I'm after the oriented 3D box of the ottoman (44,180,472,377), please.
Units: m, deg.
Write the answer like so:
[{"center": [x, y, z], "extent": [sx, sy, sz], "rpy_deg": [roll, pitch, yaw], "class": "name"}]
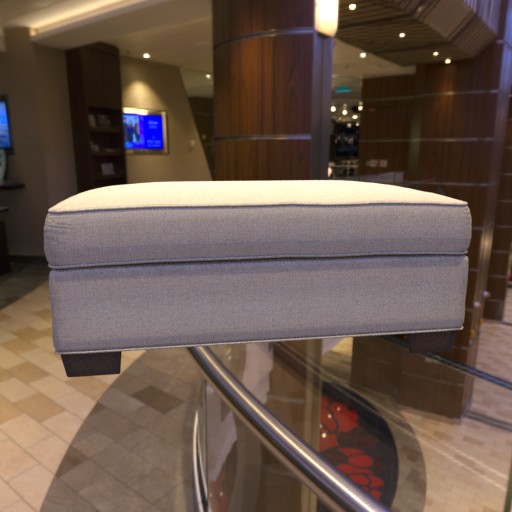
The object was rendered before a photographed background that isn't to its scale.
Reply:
[{"center": [0.000, 0.000, 1.415], "extent": [1.097, 0.461, 0.617], "rpy_deg": [-2, 13, -8], "class": "ottoman"}]
